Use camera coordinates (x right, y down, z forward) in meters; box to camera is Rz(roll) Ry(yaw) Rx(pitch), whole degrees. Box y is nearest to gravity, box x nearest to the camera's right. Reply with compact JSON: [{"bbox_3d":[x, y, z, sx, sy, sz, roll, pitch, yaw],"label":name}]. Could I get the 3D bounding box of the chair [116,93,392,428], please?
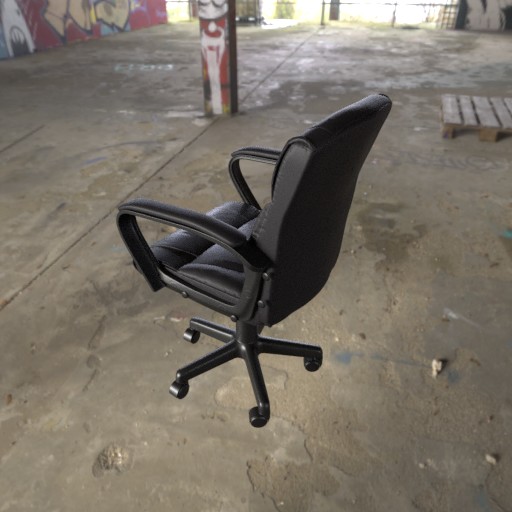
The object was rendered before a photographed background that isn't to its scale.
[{"bbox_3d":[0.000,0.000,1.378,0.641,0.998,0.576,20,38,28],"label":"chair"}]
